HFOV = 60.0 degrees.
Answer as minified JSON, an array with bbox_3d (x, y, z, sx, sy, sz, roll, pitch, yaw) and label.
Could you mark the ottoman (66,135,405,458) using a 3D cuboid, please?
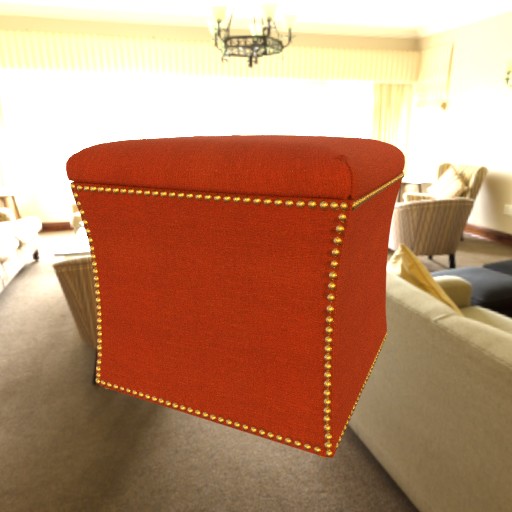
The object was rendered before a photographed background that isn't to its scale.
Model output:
[{"bbox_3d":[0.000,0.000,0.900,0.507,0.475,0.497,7,18,25],"label":"ottoman"}]
